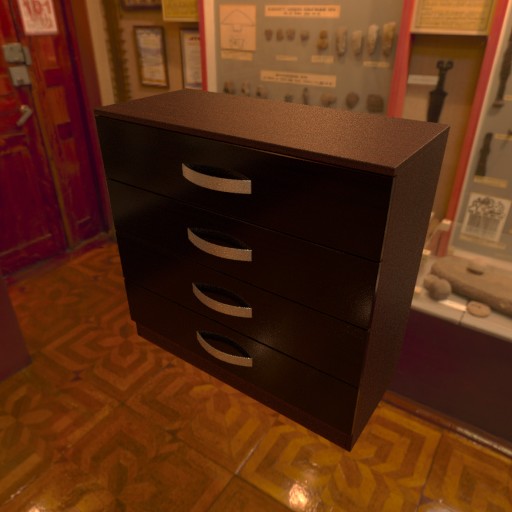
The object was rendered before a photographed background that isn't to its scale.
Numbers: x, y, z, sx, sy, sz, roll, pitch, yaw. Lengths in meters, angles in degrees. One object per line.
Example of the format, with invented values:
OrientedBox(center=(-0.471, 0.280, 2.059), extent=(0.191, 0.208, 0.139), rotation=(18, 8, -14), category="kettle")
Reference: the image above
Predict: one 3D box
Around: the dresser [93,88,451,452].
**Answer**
OrientedBox(center=(0.000, 0.000, 1.174), extent=(0.750, 0.720, 0.360), rotation=(20, 36, 30), category="dresser")
